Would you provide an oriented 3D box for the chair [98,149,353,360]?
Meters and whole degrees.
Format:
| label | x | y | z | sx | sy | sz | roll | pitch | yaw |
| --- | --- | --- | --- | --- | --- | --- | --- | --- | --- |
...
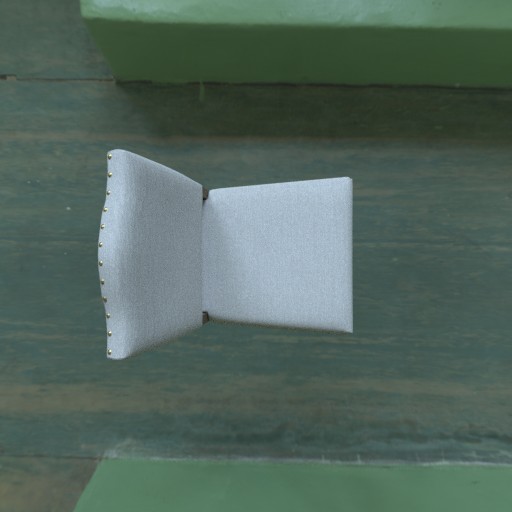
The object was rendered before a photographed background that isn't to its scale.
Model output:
| label | x | y | z | sx | sy | sz | roll | pitch | yaw |
| --- | --- | --- | --- | --- | --- | --- | --- | --- | --- |
| chair | 0.000 | 0.000 | 1.377 | 0.620 | 1.020 | 0.508 | 0 | 90 | 1 |
